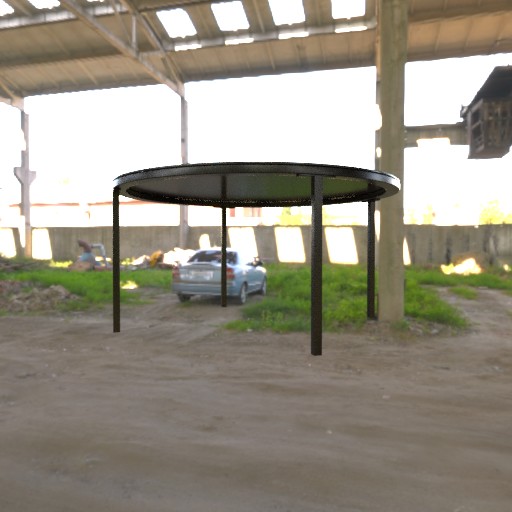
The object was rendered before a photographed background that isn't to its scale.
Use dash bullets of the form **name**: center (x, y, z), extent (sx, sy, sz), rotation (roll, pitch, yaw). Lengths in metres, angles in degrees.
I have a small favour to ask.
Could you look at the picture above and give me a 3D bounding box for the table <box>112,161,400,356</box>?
- **table**: center (0.000, 0.000, 1.296), extent (0.800, 0.400, 0.800), rotation (0, 1, 0)
